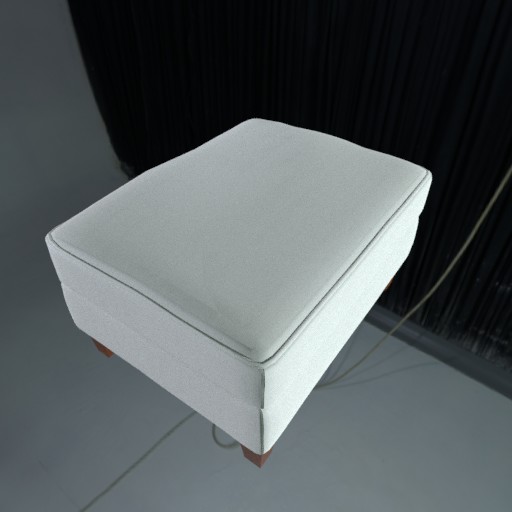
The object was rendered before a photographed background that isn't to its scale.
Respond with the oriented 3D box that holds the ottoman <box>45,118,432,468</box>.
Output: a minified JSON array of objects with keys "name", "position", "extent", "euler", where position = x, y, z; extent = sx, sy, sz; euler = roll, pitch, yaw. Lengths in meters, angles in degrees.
[{"name":"ottoman","position":[0.000,0.000,1.205],"extent":[0.634,0.479,0.818],"euler":[25,46,27]}]
